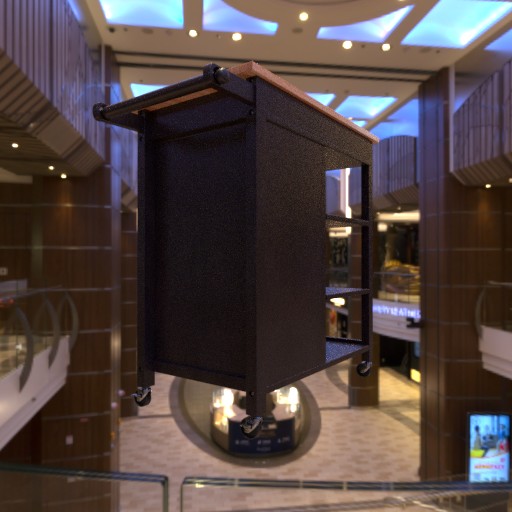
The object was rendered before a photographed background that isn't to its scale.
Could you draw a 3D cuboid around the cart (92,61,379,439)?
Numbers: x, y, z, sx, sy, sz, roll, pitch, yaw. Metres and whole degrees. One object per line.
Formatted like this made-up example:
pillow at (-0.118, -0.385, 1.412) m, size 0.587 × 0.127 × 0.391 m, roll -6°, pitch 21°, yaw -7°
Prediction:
cart at (0.000, 0.000, 1.407) m, size 0.472 × 0.878 × 0.914 m, roll 0°, pitch -1°, yaw 36°
